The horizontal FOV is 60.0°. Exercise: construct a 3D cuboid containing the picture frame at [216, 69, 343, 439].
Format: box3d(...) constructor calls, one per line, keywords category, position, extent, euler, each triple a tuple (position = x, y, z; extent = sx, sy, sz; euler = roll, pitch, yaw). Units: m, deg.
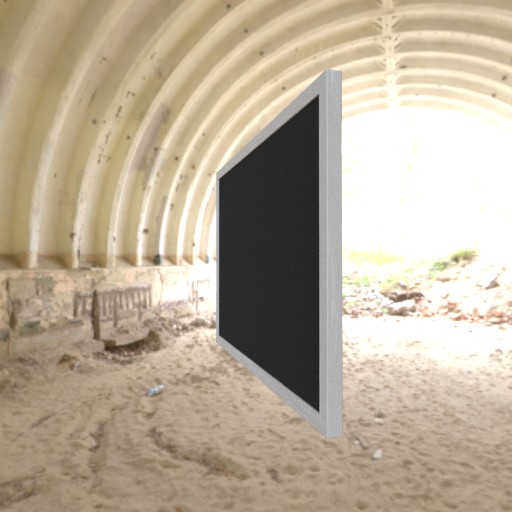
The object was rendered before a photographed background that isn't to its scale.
box3d(category="picture frame", position=(0.000, 0.000, 1.225), extent=(0.029, 0.640, 0.950), euler=(0, -1, -17))
